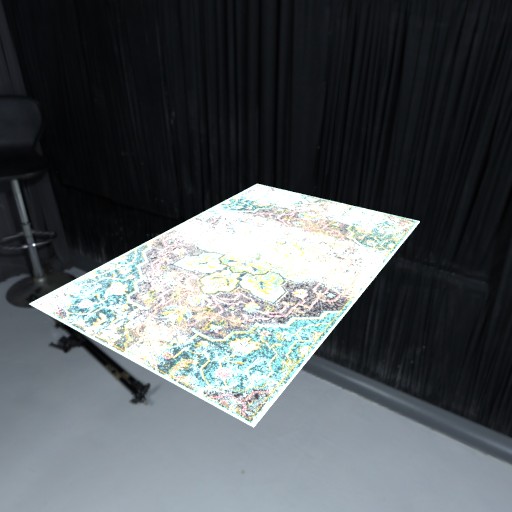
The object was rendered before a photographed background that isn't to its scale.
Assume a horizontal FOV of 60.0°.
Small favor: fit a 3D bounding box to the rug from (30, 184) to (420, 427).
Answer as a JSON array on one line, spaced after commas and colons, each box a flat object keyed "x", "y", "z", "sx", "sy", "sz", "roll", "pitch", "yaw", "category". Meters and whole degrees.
[{"x": 0.000, "y": 0.000, "z": 2.983, "sx": 1.566, "sy": 0.004, "sz": 2.363, "roll": 19, "pitch": 34, "yaw": 30, "category": "rug"}]
